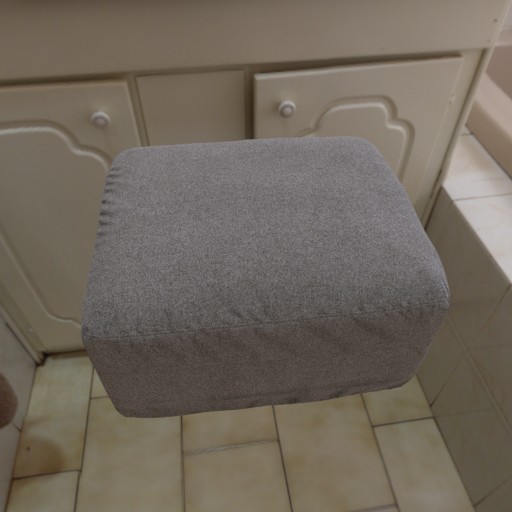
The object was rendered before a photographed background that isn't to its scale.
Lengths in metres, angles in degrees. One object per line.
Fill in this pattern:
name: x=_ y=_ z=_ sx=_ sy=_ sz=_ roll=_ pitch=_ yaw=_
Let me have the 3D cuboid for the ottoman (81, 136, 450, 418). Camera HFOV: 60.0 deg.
ottoman: x=0.000 y=0.000 z=1.243 sx=0.837 sy=0.481 sz=0.683 roll=-4 pitch=47 yaw=-4
